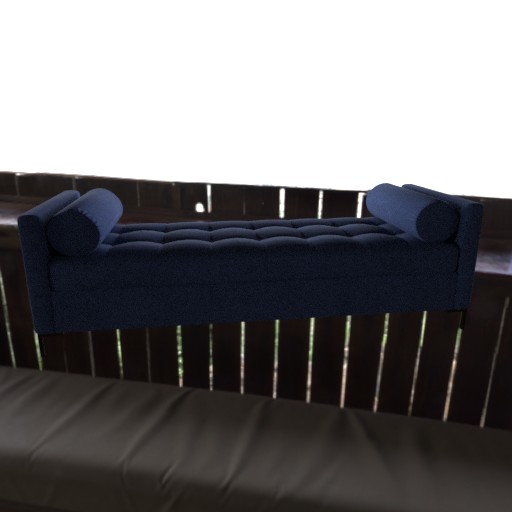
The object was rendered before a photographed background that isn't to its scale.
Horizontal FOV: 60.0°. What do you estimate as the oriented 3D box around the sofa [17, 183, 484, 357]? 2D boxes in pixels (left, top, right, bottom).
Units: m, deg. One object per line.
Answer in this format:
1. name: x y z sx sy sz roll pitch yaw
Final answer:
1. sofa: 0.000 0.000 2.257 1.981 0.635 0.686 -2 17 -7
